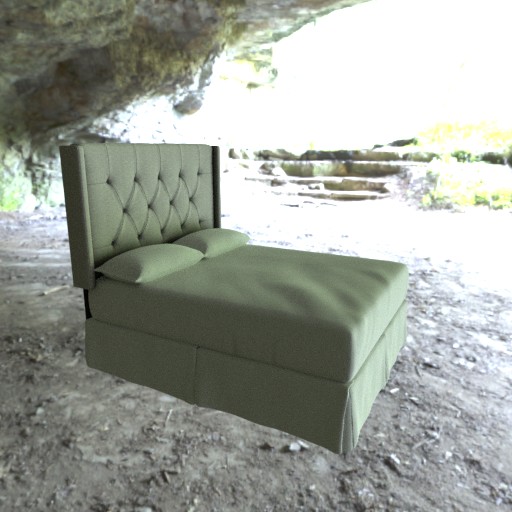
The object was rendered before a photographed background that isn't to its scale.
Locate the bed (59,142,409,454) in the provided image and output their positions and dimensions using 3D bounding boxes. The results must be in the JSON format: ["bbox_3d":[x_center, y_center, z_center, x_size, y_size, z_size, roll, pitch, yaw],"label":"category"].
[{"bbox_3d":[0.000,0.000,3.357,2.066,1.665,1.719,7,16,27],"label":"bed"}]
